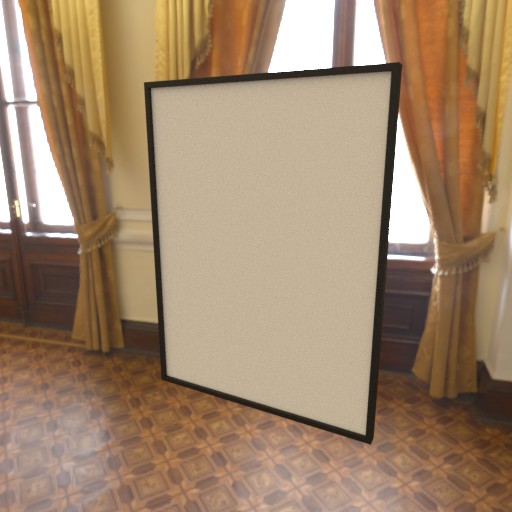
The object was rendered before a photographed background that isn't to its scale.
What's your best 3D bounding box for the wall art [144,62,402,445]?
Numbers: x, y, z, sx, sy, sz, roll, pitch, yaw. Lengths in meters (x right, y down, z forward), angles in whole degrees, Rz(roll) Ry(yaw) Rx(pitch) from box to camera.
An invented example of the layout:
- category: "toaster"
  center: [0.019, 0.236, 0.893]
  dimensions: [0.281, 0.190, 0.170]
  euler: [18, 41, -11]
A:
- category: "wall art"
  center: [0.000, 0.000, 1.399]
  dimensions: [0.802, 1.070, 0.036]
  euler: [8, 16, 27]
